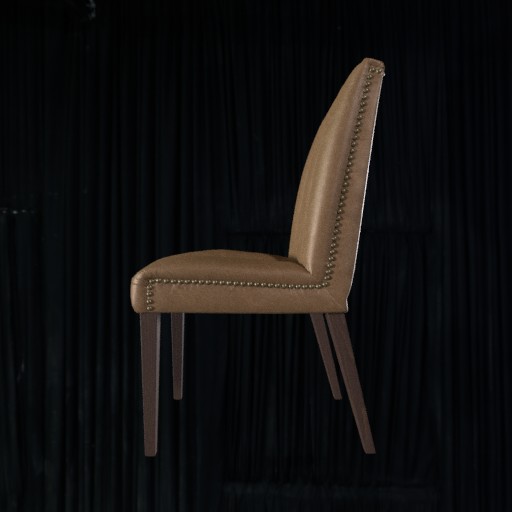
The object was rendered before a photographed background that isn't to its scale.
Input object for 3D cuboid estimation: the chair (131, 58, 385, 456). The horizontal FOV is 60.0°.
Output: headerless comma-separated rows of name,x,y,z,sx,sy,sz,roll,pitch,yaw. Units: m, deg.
chair,0.000,0.000,1.348,0.647,1.016,0.511,0,1,-1
